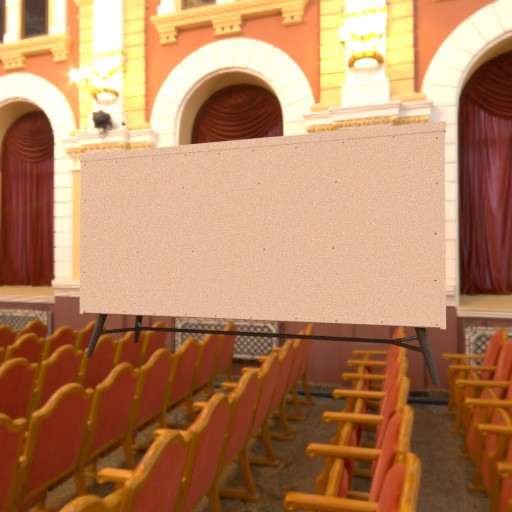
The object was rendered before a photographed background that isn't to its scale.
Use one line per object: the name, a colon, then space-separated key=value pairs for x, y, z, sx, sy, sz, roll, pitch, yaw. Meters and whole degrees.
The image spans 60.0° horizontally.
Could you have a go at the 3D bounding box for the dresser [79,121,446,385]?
dresser: x=0.000 y=0.000 z=1.971 sx=1.524 sy=0.914 sz=0.457 roll=0 pitch=-1 yaw=18
